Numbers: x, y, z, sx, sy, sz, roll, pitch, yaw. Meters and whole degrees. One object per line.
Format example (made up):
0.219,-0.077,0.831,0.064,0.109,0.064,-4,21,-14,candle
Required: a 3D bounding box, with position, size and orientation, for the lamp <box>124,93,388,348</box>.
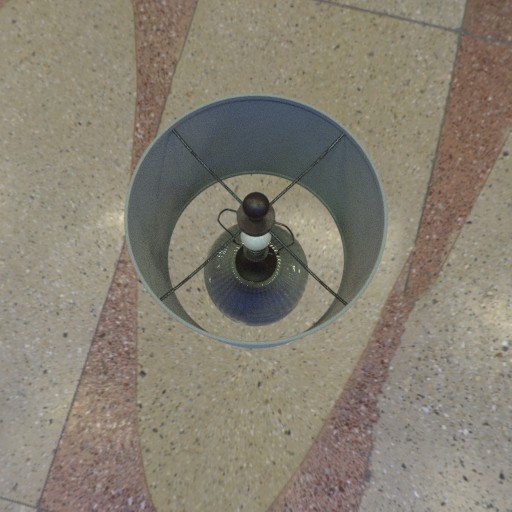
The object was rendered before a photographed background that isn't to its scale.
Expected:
0.000,0.000,0.776,0.318,0.567,0.318,0,77,0,lamp
